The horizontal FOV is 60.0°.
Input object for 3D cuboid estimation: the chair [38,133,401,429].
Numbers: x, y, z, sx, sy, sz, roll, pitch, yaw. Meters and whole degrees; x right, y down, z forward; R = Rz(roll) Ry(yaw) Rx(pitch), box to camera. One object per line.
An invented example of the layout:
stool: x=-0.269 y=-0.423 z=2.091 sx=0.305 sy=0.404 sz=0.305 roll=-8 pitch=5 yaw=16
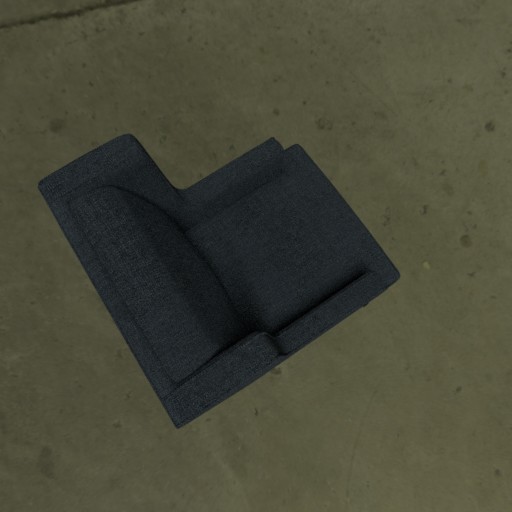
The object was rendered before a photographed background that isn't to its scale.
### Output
chair: x=0.000 y=0.000 z=1.690 sx=0.947 sy=1.072 sz=0.764 roll=-33 pitch=76 yaw=-9
